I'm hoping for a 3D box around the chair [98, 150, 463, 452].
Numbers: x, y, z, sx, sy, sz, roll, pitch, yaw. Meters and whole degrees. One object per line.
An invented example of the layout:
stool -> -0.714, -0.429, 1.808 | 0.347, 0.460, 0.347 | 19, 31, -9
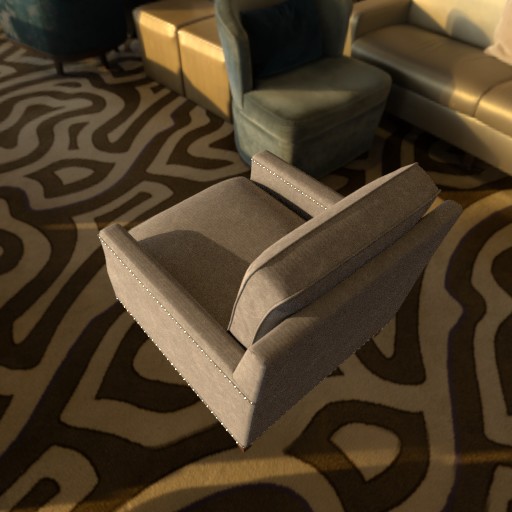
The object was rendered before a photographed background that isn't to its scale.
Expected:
chair -> 0.000, 0.000, 1.685 | 0.853, 0.948, 1.014 | -32, 54, -27
